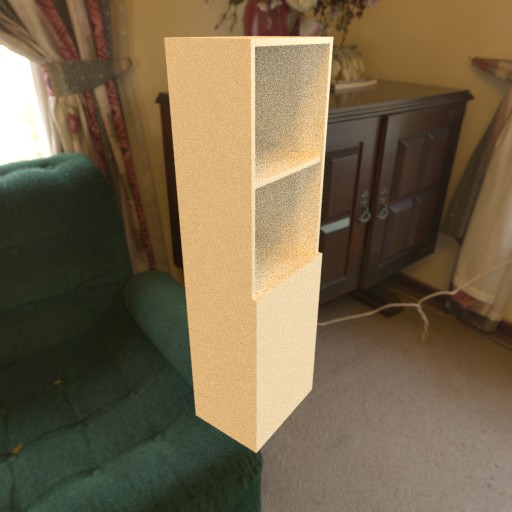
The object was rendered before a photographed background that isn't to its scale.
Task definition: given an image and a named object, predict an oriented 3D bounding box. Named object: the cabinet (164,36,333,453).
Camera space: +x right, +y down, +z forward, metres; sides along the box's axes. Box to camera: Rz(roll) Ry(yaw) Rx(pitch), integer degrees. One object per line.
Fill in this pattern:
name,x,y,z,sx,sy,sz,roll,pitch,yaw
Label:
cabinet,0.000,0.000,1.525,0.300,1.350,0.400,19,32,32
